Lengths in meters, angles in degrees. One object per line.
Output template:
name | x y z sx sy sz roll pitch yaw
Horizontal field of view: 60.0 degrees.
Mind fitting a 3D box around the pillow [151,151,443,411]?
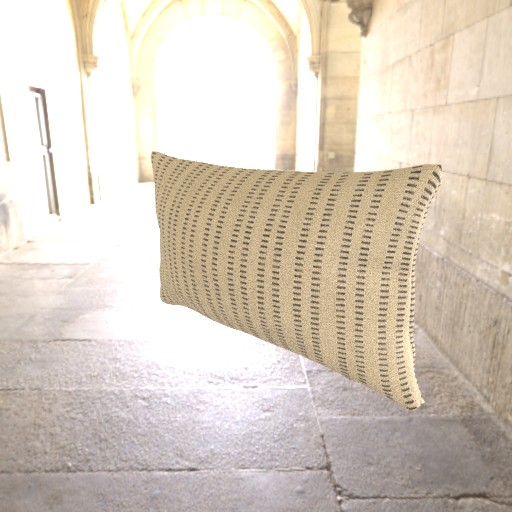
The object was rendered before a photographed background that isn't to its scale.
pillow | 0.000 0.000 0.799 0.640 0.353 0.210 14 21 41
